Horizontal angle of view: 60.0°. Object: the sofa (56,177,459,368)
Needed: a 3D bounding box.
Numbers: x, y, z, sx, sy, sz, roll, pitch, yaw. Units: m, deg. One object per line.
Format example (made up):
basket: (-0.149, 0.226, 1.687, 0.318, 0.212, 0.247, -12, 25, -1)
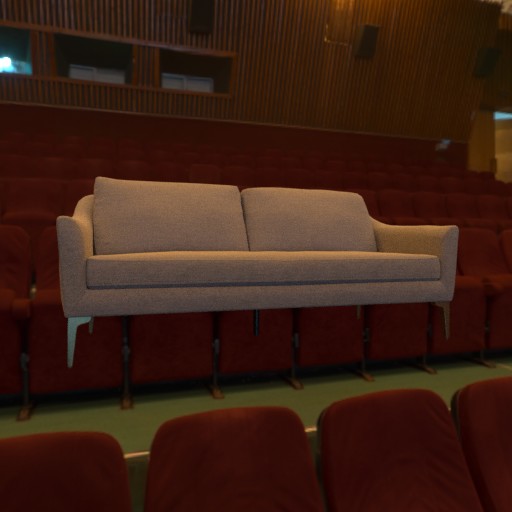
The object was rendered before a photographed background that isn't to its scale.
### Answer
sofa: (0.000, 0.000, 2.551, 2.036, 0.913, 0.980, 0, 1, -19)
